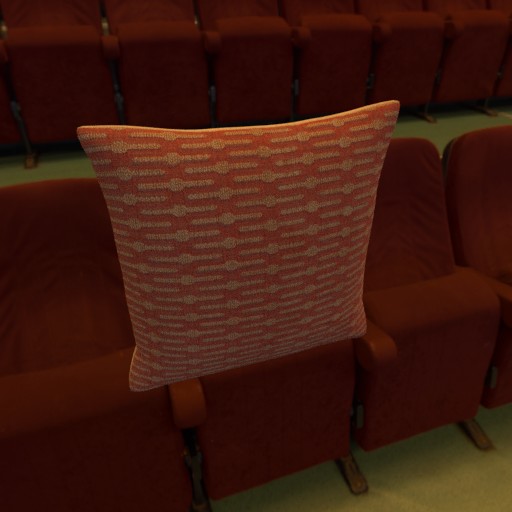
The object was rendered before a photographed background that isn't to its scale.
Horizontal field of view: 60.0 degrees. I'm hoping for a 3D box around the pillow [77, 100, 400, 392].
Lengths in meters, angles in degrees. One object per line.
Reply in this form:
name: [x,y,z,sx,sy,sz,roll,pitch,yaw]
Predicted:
pillow: [0.000,0.000,0.790,0.511,0.503,0.182,-10,34,-16]
